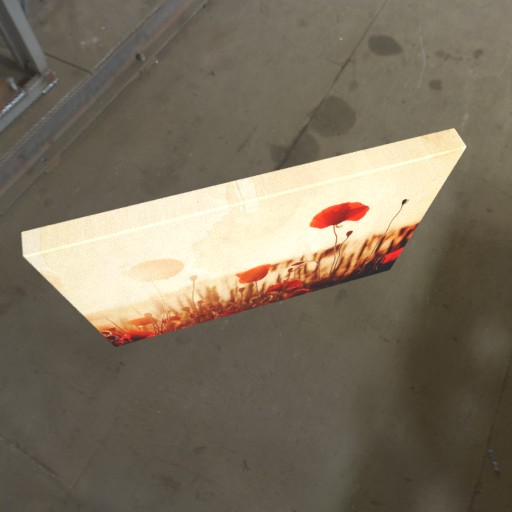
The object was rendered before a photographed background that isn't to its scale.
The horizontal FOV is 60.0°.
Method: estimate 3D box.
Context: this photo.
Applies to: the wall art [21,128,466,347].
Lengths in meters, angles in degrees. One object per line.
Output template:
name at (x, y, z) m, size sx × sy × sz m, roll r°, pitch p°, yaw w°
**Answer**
wall art at (0.000, 0.000, 0.775) m, size 0.613 × 0.402 × 0.040 m, roll -15°, pitch 64°, yaw -8°
